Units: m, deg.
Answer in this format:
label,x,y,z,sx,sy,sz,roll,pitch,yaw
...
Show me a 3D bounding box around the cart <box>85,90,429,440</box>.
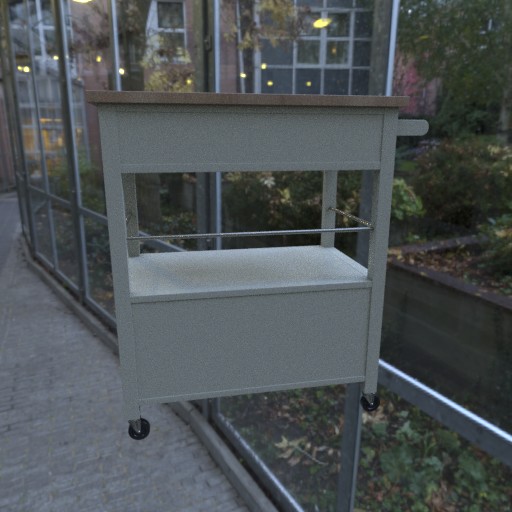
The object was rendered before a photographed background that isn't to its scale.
label,x,y,z,sx,sy,sz,roll,pitch,yaw
cart,0.000,0.000,1.366,0.840,0.901,0.459,-3,15,-11
